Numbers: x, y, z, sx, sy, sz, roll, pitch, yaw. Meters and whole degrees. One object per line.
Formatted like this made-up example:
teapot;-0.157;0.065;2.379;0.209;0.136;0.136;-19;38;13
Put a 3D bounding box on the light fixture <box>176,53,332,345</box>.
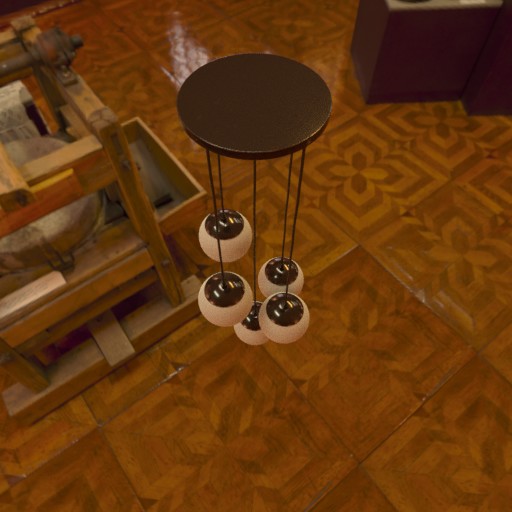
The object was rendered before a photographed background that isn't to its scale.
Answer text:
light fixture;0.000;0.000;1.514;0.484;1.271;0.489;-31;62;-19
